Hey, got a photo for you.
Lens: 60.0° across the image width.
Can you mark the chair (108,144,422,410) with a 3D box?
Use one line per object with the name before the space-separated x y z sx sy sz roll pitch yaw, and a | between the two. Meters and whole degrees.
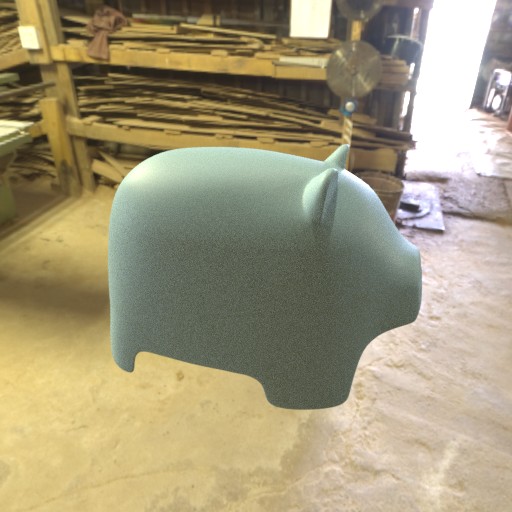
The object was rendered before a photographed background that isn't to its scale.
chair | 0.000 0.000 0.860 0.619 0.423 0.364 9 31 16
